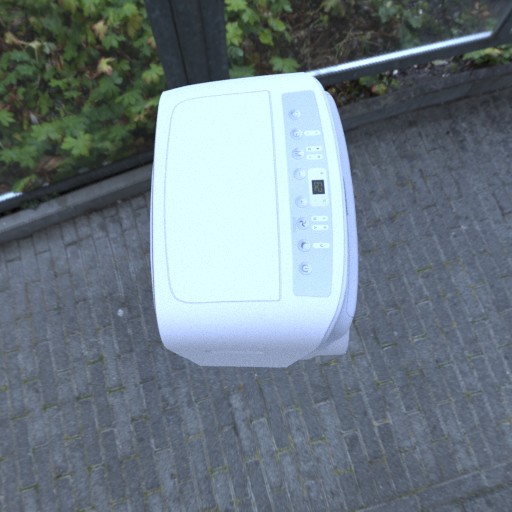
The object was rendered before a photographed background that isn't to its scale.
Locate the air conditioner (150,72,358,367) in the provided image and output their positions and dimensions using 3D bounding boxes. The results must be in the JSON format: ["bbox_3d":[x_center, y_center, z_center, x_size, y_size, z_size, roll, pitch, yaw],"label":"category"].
[{"bbox_3d":[0.000,0.000,0.938,0.365,0.700,0.454,-2,75,-1],"label":"air conditioner"}]
